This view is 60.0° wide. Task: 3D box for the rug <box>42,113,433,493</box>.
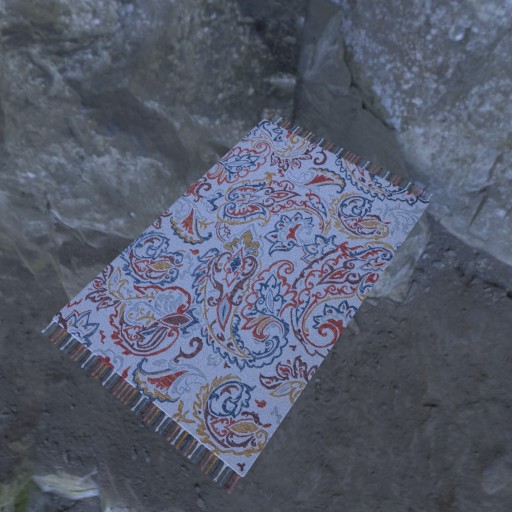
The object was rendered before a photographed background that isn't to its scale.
[{"bbox_3d":[0.000,0.000,2.442,1.218,0.010,1.997,32,64,18],"label":"rug"}]
